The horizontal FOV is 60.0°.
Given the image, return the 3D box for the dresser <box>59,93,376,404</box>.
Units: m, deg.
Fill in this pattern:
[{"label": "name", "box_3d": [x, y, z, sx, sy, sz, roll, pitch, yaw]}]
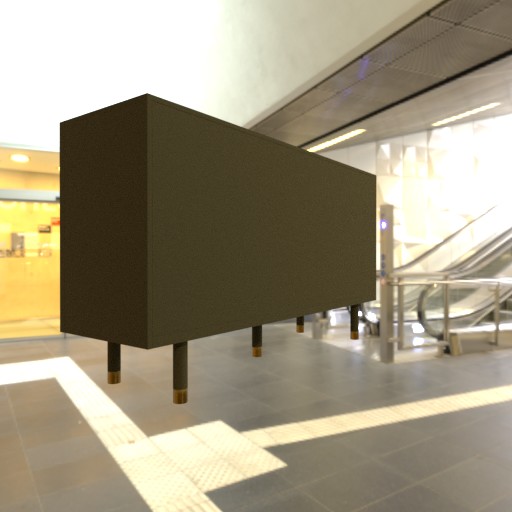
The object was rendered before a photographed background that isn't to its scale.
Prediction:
[{"label": "dresser", "box_3d": [0.000, 0.000, 1.933, 0.463, 0.872, 1.558, 0, 0, 37]}]
